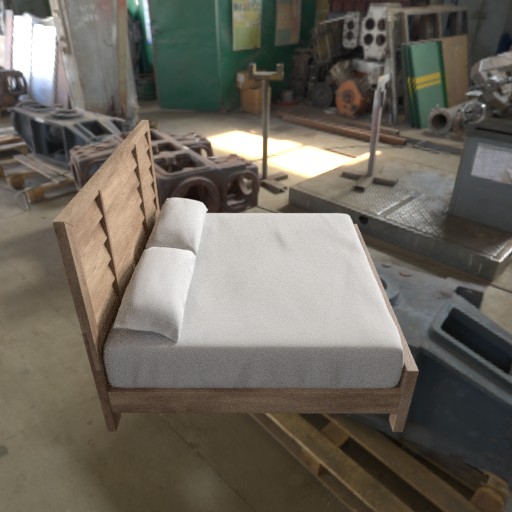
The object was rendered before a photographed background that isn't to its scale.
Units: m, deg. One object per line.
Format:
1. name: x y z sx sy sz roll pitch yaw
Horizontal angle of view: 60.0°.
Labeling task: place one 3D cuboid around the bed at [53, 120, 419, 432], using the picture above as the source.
1. bed: 0.000 0.000 3.525 2.062 1.626 2.032 0 31 0
